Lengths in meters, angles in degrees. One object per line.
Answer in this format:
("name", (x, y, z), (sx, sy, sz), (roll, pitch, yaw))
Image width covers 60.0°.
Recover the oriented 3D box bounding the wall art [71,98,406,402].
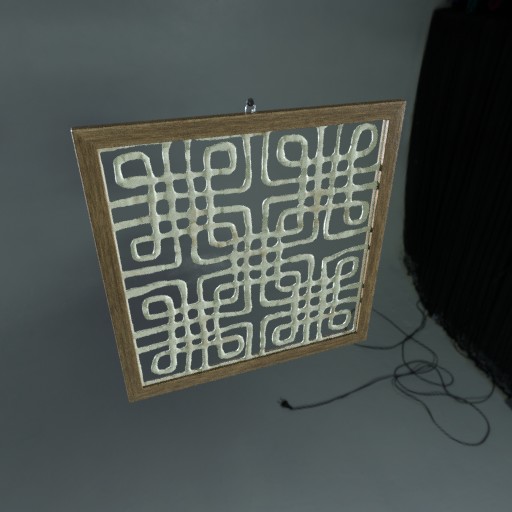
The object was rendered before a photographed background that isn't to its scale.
("wall art", (0.000, 0.000, 0.853), (0.561, 0.582, 0.021), (-11, 33, -17))
